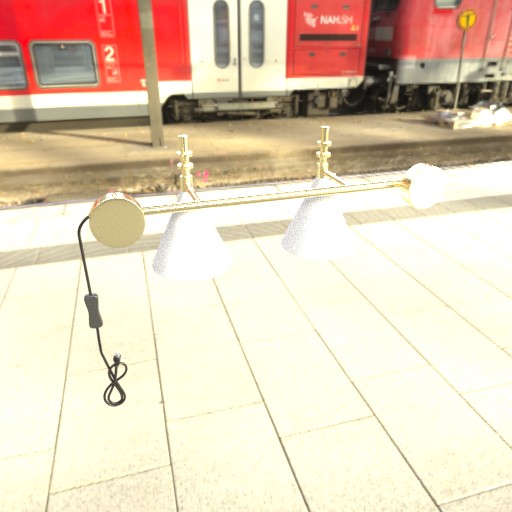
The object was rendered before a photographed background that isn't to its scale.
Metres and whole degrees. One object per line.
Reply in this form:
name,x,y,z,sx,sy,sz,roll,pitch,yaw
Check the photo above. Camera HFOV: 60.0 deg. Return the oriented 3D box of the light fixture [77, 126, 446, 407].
light fixture,0.000,0.000,0.877,0.642,0.468,0.239,-8,28,-16
